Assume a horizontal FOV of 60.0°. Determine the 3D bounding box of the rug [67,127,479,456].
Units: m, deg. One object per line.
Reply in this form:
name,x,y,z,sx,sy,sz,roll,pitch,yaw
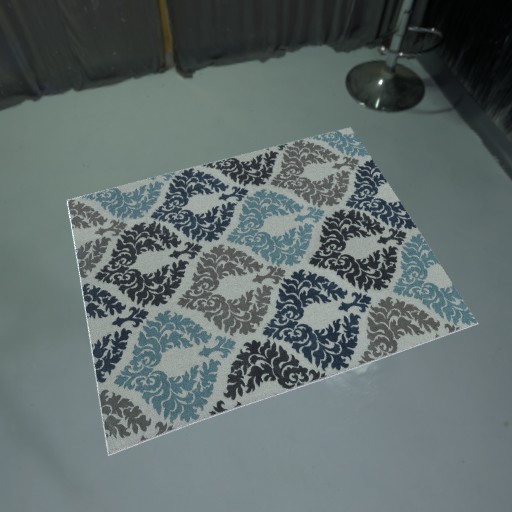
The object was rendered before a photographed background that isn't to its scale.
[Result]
rug,0.000,0.000,3.959,3.040,0.014,2.423,-17,60,-10
